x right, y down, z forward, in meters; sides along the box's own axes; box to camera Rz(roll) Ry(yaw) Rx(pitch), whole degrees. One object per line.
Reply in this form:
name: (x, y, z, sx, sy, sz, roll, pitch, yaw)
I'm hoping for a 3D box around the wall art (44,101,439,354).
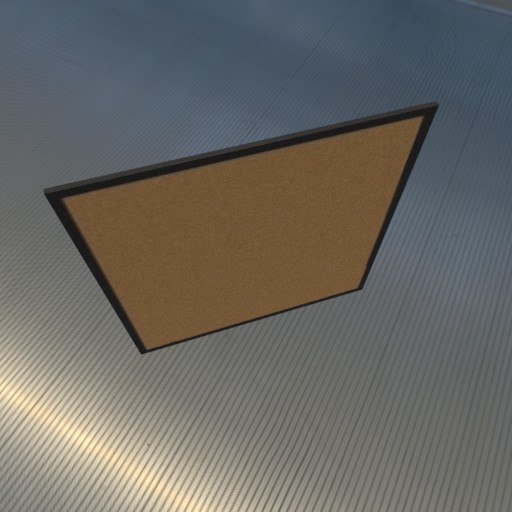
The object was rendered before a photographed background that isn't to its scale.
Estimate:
wall art: (0.000, 0.000, 1.233, 0.823, 0.823, 0.013, -15, 58, -10)
